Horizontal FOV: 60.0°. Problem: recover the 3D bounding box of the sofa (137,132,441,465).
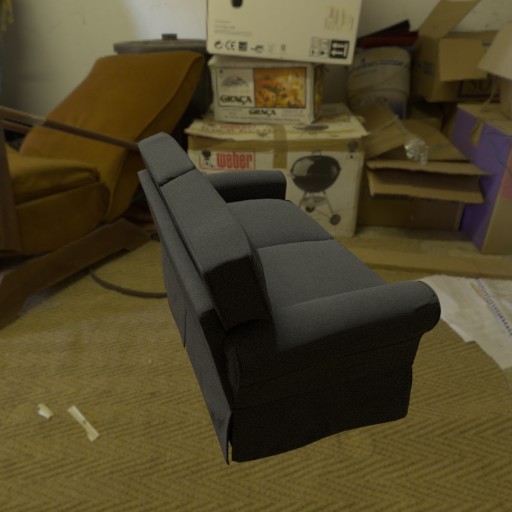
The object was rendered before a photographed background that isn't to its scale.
[{"bbox_3d":[0.000,0.000,2.380,0.997,1.059,1.801,-10,31,-18],"label":"sofa"}]
